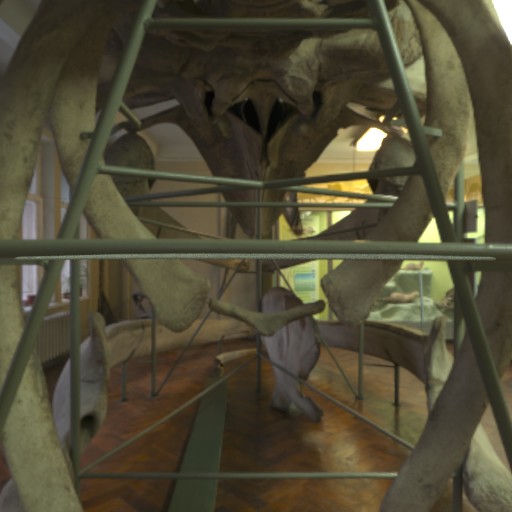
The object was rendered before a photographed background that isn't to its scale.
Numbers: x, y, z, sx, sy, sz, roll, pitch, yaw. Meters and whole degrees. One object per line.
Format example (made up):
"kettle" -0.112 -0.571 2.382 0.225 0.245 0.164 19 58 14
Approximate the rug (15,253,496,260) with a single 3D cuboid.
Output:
"rug" 0.000 0.000 2.285 1.830 0.016 1.224 0 1 1
